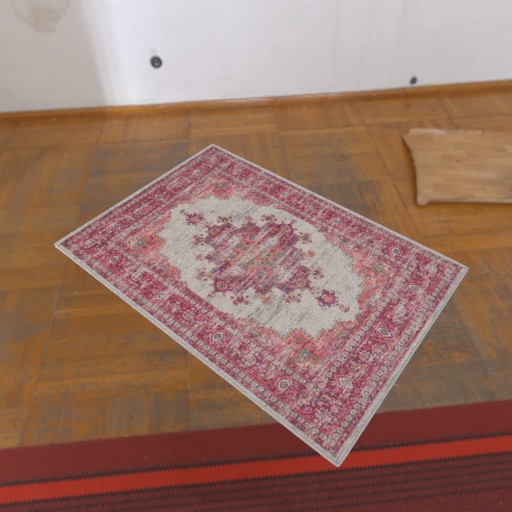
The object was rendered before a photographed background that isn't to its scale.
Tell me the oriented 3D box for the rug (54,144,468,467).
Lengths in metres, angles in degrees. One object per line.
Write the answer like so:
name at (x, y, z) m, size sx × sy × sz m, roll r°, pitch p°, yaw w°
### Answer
rug at (0.000, 0.000, 2.889) m, size 2.232 × 0.011 × 1.555 m, roll 31°, pitch 54°, yaw 26°
